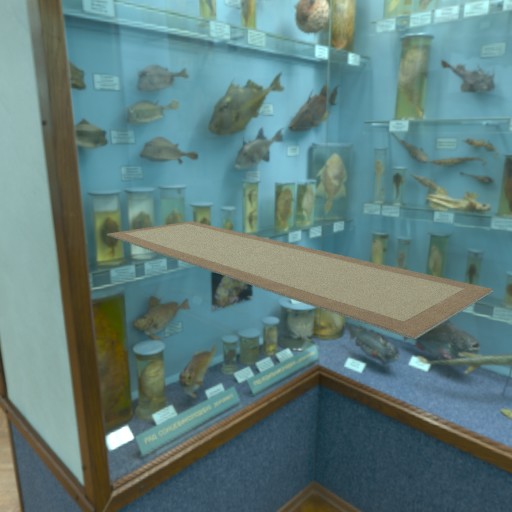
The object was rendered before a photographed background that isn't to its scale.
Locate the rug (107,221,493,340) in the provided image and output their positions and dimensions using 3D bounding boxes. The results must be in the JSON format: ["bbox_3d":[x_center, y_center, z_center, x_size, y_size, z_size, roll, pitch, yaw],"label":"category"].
[{"bbox_3d":[0.000,0.000,2.669,0.767,0.012,2.430,-14,20,-42],"label":"rug"}]
